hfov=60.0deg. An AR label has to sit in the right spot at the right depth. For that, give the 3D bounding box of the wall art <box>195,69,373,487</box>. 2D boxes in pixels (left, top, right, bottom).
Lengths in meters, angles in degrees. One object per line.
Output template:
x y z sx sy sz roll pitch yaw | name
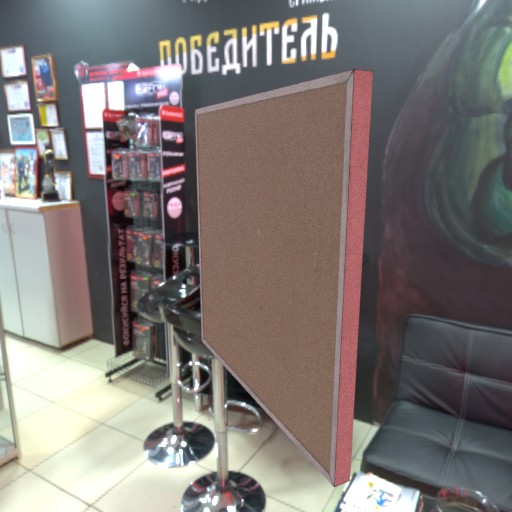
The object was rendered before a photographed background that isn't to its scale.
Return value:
0.000 0.000 1.116 0.038 0.762 0.762 -7 15 -26 | wall art
